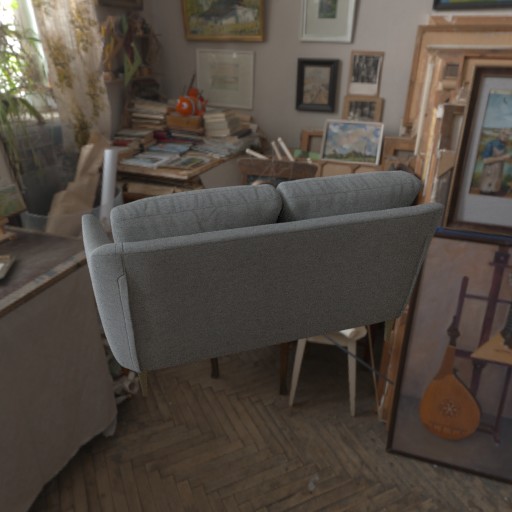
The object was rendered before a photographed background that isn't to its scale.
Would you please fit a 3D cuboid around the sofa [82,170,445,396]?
[{"bbox_3d":[0.000,0.000,2.222,1.619,0.904,0.960,-8,27,-17],"label":"sofa"}]
